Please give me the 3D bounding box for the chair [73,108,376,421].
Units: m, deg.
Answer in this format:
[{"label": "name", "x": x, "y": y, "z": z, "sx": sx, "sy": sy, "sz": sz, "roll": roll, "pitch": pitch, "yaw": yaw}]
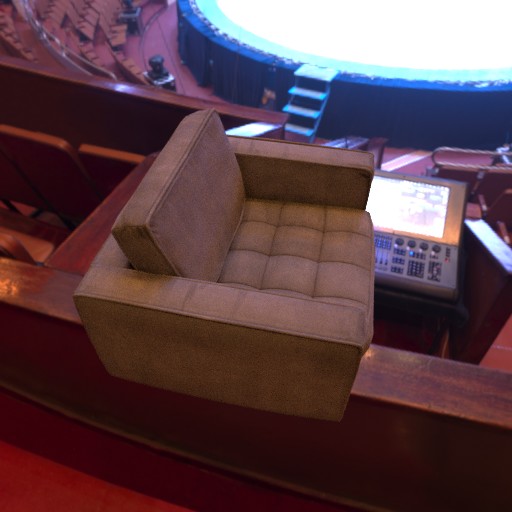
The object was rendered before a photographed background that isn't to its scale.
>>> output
[{"label": "chair", "x": 0.000, "y": 0.000, "z": 1.566, "sx": 0.843, "sy": 0.773, "sz": 0.928, "roll": 9, "pitch": 46, "yaw": 9}]
